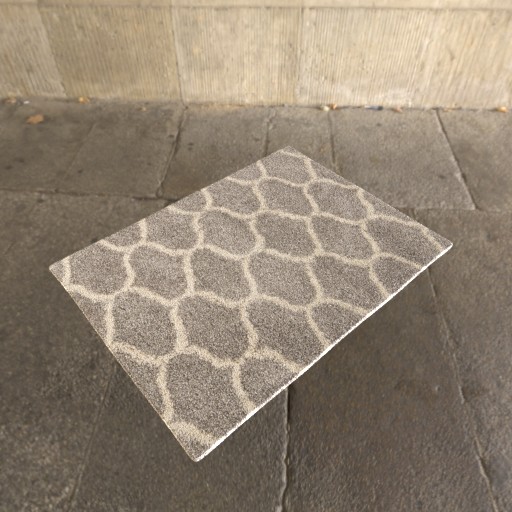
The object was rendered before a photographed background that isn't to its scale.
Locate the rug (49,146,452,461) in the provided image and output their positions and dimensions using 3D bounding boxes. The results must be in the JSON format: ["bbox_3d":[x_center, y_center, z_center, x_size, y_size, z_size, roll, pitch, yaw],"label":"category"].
[{"bbox_3d":[0.000,0.000,2.178,1.600,0.025,1.200,-32,54,-27],"label":"rug"}]
